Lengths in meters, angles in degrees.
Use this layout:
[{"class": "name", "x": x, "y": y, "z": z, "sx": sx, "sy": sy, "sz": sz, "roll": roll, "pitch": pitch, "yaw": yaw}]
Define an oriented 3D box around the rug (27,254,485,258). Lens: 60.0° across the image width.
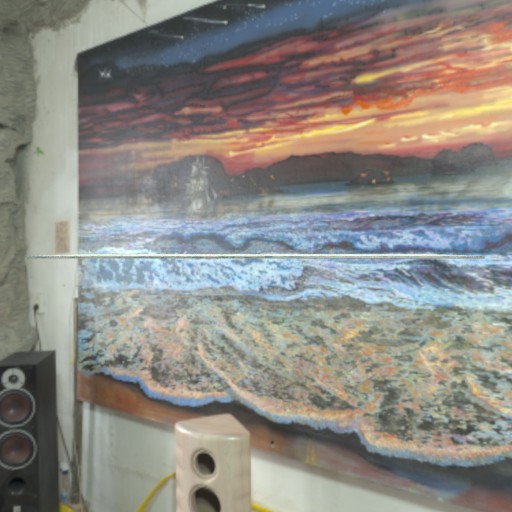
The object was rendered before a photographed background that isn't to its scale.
[{"class": "rug", "x": 0.000, "y": 0.000, "z": 2.732, "sx": 2.434, "sy": 0.013, "sz": 0.770, "roll": 0, "pitch": 1, "yaw": 0}]
